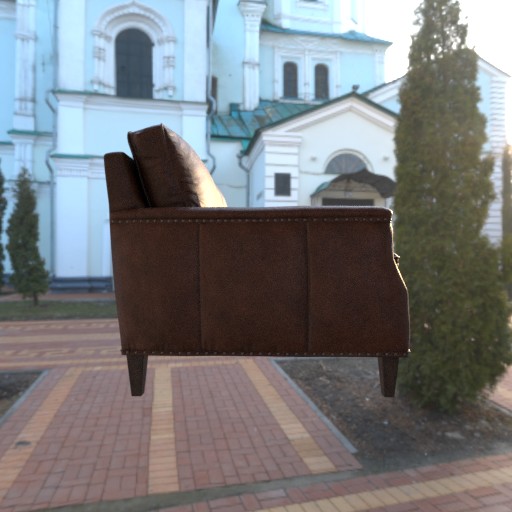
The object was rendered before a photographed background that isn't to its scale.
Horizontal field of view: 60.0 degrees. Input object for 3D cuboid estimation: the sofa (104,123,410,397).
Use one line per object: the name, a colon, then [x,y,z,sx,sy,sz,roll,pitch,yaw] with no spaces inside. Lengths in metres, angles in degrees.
sofa: [0.000,0.000,2.292,1.083,1.003,1.628,0,-1,1]
